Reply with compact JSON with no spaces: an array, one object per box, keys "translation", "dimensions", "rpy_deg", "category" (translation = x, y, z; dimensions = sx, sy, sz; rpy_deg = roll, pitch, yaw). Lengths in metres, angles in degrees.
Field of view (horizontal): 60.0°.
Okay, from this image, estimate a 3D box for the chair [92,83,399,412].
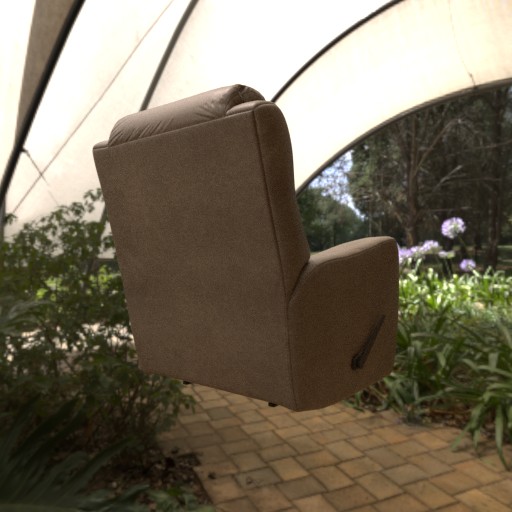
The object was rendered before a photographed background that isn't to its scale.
[{"translation":[0.000,0.000,1.927],"dimensions":[0.967,1.116,1.068],"rpy_deg":[0,0,38],"category":"chair"}]
